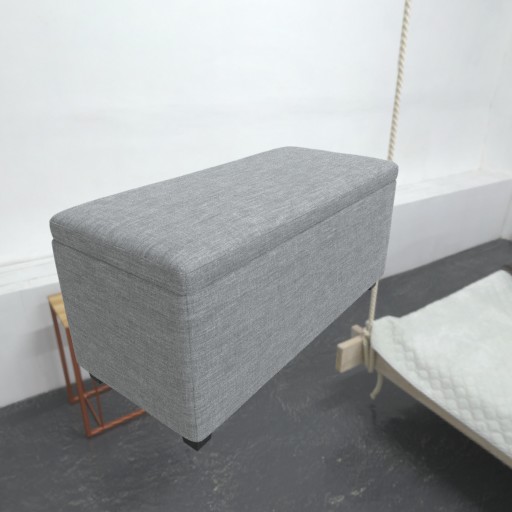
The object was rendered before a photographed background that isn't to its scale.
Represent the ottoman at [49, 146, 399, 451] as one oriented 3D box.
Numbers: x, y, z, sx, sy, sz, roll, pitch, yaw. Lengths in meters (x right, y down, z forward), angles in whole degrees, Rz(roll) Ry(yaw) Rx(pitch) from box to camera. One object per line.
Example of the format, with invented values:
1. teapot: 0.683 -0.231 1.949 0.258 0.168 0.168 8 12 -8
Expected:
1. ottoman: 0.000 0.000 1.176 0.419 0.432 0.902 18 31 33
